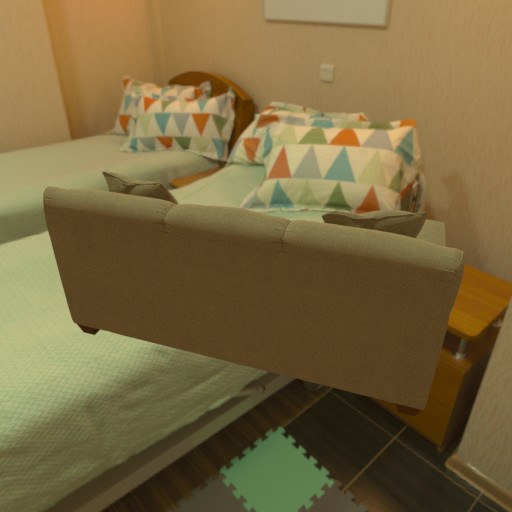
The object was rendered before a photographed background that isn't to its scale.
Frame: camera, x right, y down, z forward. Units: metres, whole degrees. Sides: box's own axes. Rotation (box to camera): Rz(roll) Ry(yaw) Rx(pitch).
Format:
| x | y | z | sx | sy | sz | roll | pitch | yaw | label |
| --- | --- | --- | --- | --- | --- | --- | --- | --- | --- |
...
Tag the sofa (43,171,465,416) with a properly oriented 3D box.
| x | y | z | sx | sy | sz | roll | pitch | yaw | label |
| --- | --- | --- | --- | --- | --- | --- | --- | --- | --- |
| 0.000 | 0.000 | 2.564 | 2.024 | 0.958 | 0.997 | 10 | 32 | 16 | sofa |
